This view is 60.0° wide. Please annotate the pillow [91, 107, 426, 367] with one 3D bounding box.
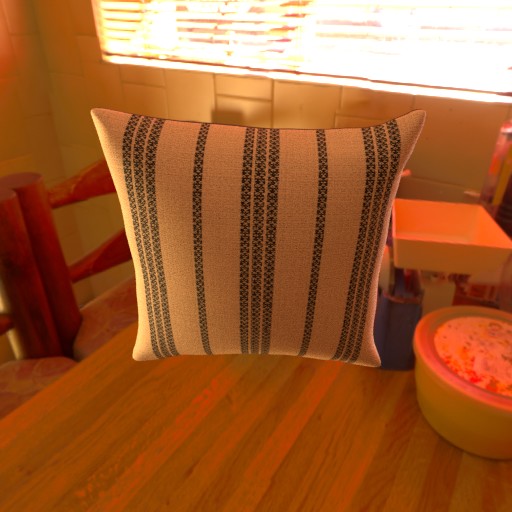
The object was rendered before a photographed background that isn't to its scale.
[{"bbox_3d":[0.000,0.000,0.629,0.405,0.406,0.173,1,30,2],"label":"pillow"}]
